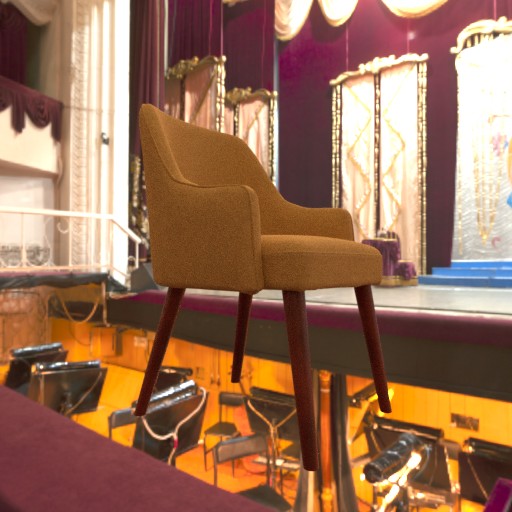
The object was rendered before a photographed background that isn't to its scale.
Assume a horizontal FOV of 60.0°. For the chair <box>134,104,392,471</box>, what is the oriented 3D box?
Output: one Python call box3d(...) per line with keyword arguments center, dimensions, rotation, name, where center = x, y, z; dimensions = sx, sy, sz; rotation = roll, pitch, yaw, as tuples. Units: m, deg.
box3d(center=(0.000, 0.000, 1.218), dimensions=(0.605, 0.849, 0.548), rotation=(-1, -1, 36), name="chair")
